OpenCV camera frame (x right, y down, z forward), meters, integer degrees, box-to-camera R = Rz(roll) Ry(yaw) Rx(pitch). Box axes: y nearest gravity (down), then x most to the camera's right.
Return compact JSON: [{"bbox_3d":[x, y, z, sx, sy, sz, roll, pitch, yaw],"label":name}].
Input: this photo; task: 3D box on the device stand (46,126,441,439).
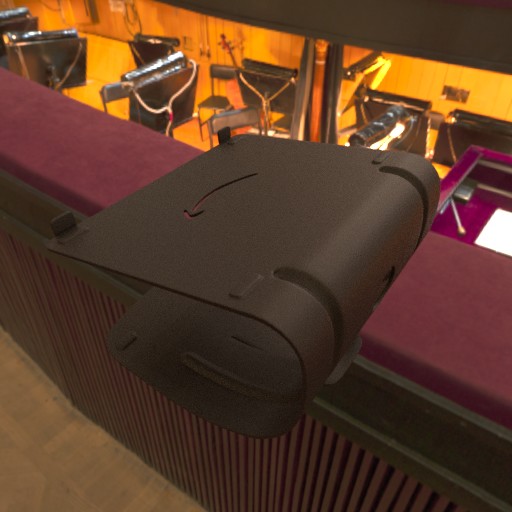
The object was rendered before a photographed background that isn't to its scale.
[{"bbox_3d":[0.000,0.000,0.400,0.236,0.155,0.256,24,45,27],"label":"device stand"}]
